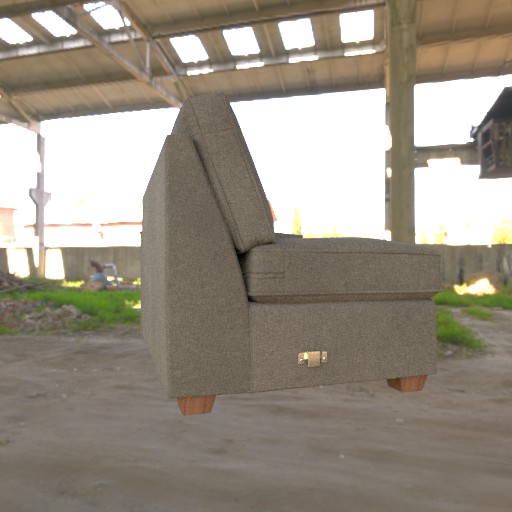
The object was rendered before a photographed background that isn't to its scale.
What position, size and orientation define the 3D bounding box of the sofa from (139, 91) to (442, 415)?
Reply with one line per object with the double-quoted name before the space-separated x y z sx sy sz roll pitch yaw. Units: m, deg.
"sofa" 0.000 0.000 2.067 0.991 0.989 1.388 0 -1 -18
